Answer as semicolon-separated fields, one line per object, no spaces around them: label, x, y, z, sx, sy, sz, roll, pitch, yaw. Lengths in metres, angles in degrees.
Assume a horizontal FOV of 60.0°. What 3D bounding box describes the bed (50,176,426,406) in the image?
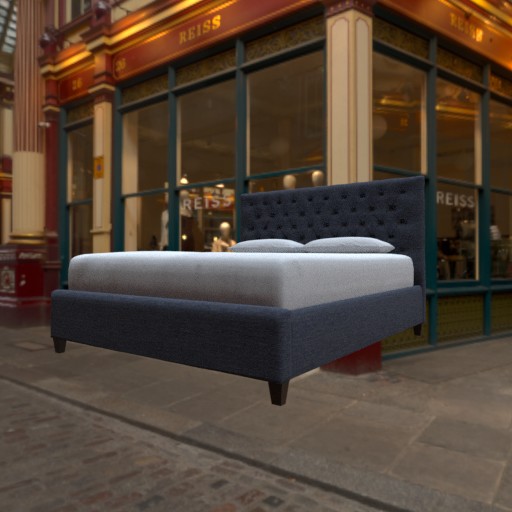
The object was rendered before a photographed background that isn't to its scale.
bed;0.000;0.000;3.632;2.078;1.427;2.387;0;0;36
